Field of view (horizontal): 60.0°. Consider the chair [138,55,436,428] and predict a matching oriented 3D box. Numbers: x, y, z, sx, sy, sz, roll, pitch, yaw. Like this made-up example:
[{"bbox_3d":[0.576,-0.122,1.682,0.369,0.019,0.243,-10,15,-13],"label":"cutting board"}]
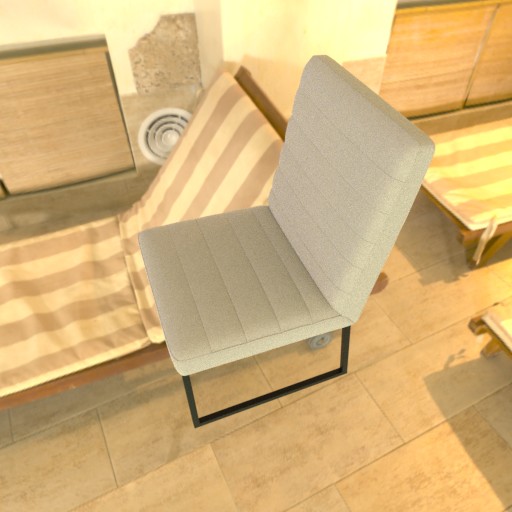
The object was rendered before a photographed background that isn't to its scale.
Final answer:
[{"bbox_3d":[0.000,0.000,1.317,0.634,0.930,0.520,-15,48,-14],"label":"chair"}]
